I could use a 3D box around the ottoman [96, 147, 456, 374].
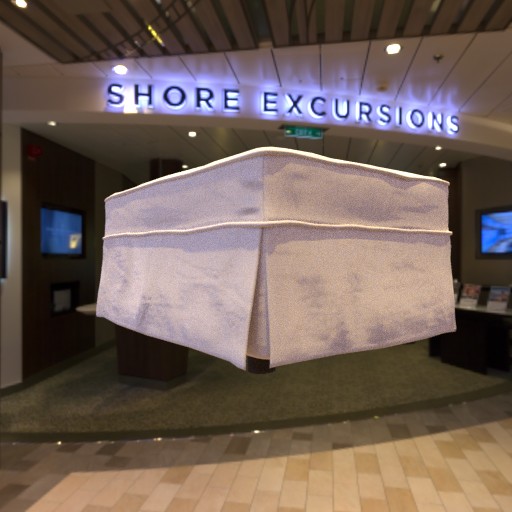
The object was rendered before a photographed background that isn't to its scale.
[{"bbox_3d":[0.000,0.000,1.341,0.703,0.479,0.944,0,0,-37],"label":"ottoman"}]
